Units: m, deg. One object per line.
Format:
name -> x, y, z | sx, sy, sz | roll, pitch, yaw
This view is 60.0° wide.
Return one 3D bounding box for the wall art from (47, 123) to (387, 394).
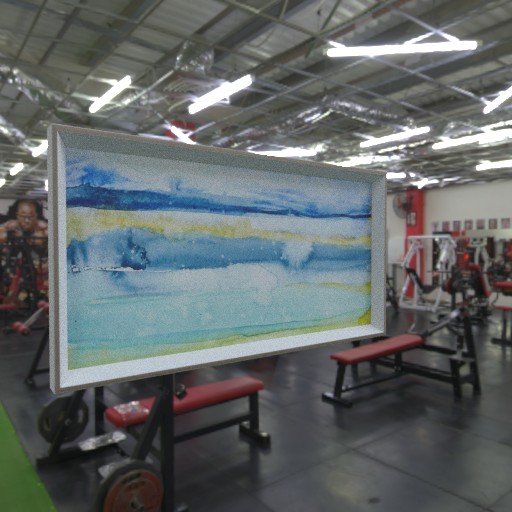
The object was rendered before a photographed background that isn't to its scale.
wall art -> 0.000, 0.000, 0.952 | 0.812, 0.431, 0.038 | -1, 2, -35
